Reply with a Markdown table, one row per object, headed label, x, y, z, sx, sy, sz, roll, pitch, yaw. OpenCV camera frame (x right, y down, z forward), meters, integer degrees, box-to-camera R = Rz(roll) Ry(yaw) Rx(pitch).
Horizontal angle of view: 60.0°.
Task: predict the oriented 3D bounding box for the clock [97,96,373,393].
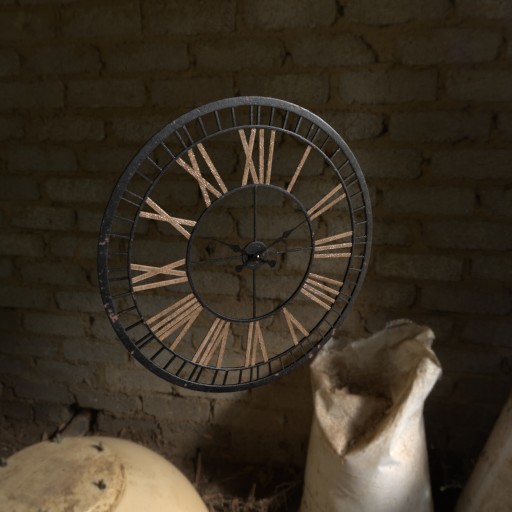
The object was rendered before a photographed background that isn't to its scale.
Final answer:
| label | x | y | z | sx | sy | sz | roll | pitch | yaw |
| --- | --- | --- | --- | --- | --- | --- | --- | --- | --- |
| clock | 0.000 | 0.000 | 1.240 | 0.843 | 0.843 | 0.025 | -8 | 18 | -26 |
